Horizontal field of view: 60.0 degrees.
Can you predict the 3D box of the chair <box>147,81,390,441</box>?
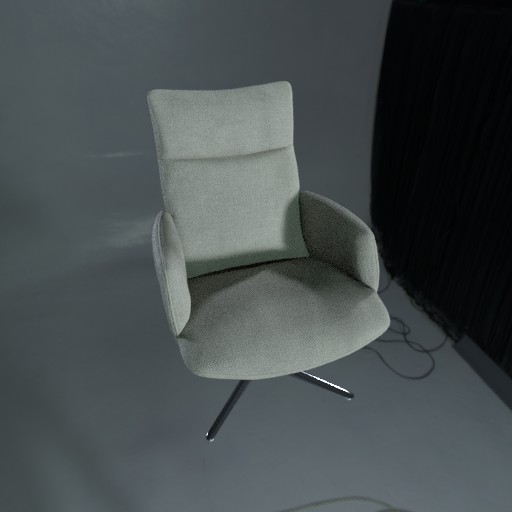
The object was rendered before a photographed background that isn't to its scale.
[{"bbox_3d":[0.000,0.000,1.572,0.711,1.016,0.889,-10,33,-16],"label":"chair"}]
